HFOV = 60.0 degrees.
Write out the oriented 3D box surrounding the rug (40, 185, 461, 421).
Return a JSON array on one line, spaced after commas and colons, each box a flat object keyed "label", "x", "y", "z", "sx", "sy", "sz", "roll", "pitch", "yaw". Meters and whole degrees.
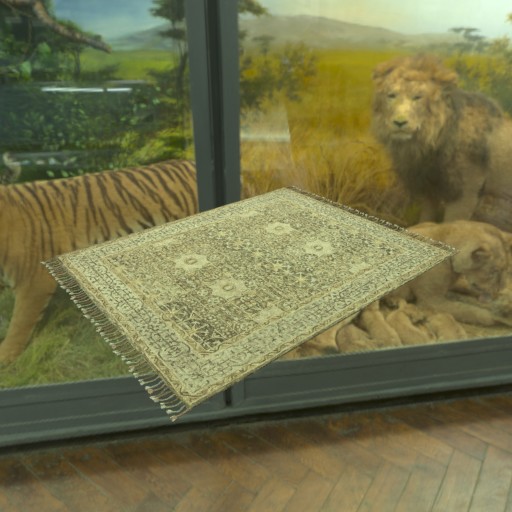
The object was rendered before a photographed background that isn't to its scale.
[{"label": "rug", "x": 0.000, "y": 0.000, "z": 4.282, "sx": 3.291, "sy": 0.017, "sz": 2.431, "roll": -22, "pitch": 36, "yaw": -34}]
